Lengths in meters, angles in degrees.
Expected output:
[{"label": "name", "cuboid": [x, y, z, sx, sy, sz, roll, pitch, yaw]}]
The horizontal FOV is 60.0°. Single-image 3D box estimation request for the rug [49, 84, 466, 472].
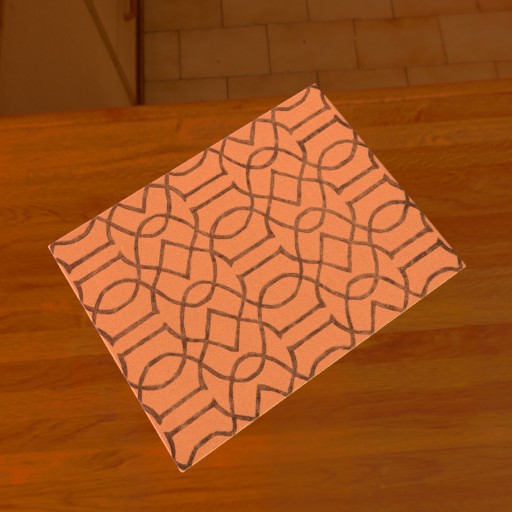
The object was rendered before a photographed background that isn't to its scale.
[{"label": "rug", "cuboid": [0.000, 0.000, 3.864, 2.910, 0.021, 2.211, -34, 78, -8]}]
